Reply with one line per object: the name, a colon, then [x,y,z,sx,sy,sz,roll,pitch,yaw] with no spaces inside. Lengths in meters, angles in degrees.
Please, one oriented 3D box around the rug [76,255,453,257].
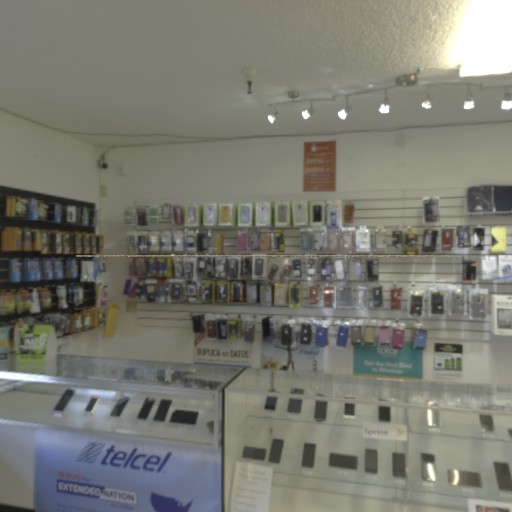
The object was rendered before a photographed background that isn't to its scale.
rug: [0.000,0.000,2.978,2.432,0.006,1.520,0,0,17]
